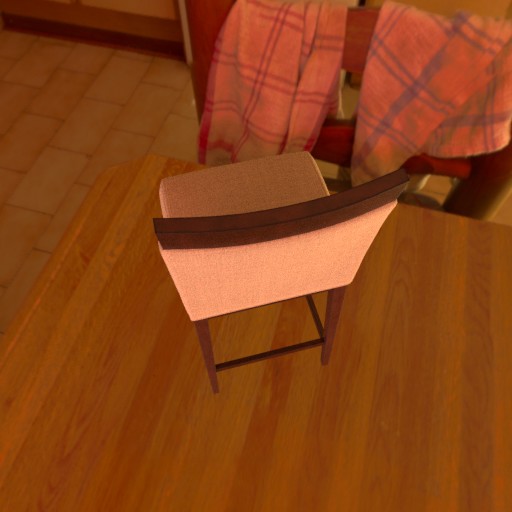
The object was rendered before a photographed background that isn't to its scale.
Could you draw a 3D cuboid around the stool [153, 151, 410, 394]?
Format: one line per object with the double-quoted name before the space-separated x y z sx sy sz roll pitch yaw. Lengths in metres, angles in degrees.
"stool" 0.000 0.000 1.282 0.463 1.011 0.480 -12 59 -7
